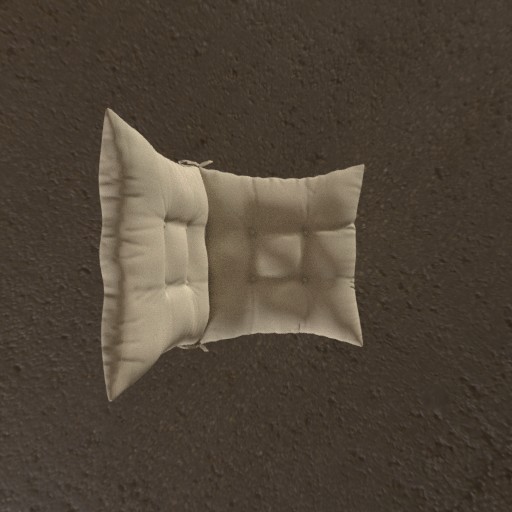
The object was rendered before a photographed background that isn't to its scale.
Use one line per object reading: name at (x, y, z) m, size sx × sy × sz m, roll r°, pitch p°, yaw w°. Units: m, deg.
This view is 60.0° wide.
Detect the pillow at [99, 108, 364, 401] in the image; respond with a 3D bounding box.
pillow at (0.000, 0.000, 1.015) m, size 0.585 × 0.536 × 0.541 m, roll 0°, pitch 90°, yaw 2°
